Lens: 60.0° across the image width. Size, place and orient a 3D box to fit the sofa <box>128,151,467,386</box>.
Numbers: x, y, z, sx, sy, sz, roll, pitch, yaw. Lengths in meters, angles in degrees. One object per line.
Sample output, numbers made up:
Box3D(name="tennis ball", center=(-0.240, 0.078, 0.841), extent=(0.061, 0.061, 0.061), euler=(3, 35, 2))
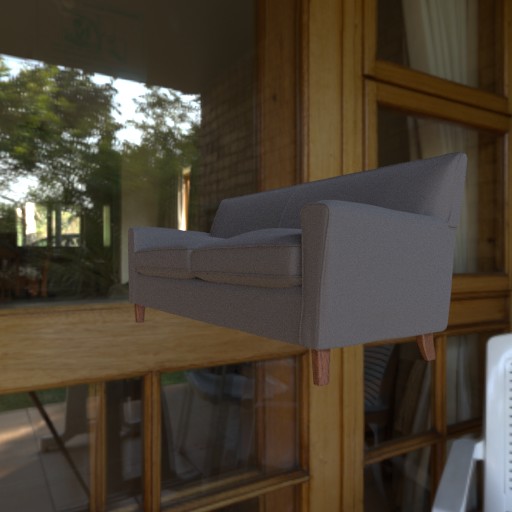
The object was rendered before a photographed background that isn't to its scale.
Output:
Box3D(name="sofa", center=(0.000, 0.000, 2.486), extent=(0.843, 0.907, 2.002), euler=(0, 0, -35))
